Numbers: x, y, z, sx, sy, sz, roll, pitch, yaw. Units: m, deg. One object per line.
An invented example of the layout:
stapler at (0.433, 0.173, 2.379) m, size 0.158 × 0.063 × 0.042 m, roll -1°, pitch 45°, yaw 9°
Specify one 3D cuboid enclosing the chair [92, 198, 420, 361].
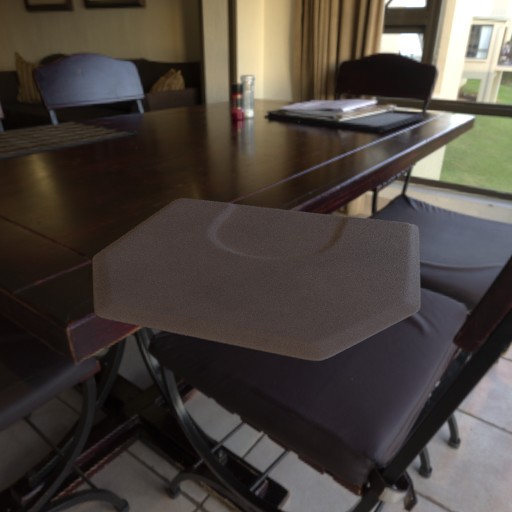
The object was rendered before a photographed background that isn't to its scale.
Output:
chair at (0.000, 0.000, 1.949) m, size 1.372 × 0.024 × 1.219 m, roll 8°, pitch 28°, yaw 16°
